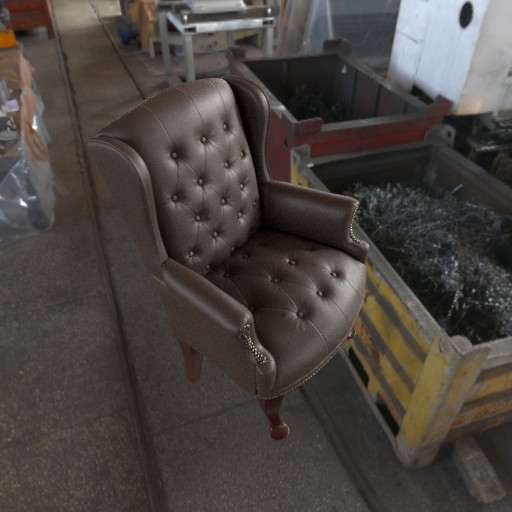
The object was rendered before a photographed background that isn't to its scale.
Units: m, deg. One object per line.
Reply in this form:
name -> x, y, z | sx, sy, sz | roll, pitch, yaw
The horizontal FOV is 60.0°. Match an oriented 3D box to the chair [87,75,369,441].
chair -> 0.000, 0.000, 1.684 | 0.819, 1.132, 0.829 | 24, 46, 26
